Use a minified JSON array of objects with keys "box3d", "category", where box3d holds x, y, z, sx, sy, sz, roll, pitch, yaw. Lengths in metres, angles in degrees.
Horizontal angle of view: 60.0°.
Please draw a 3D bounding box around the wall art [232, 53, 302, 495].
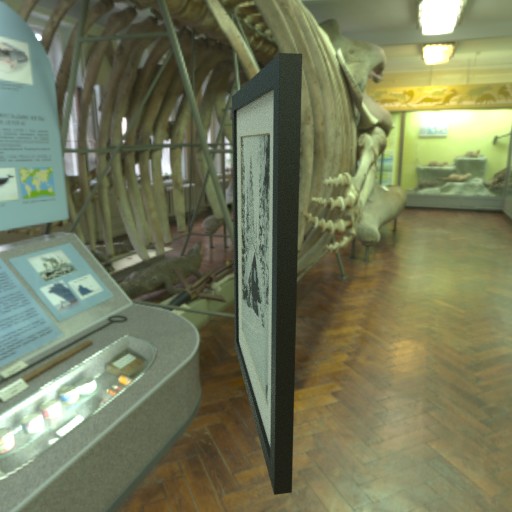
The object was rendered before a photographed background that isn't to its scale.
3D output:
[{"box3d":[0.000,0.000,0.539,0.018,0.397,0.325,-2,14,-9],"category":"wall art"}]
